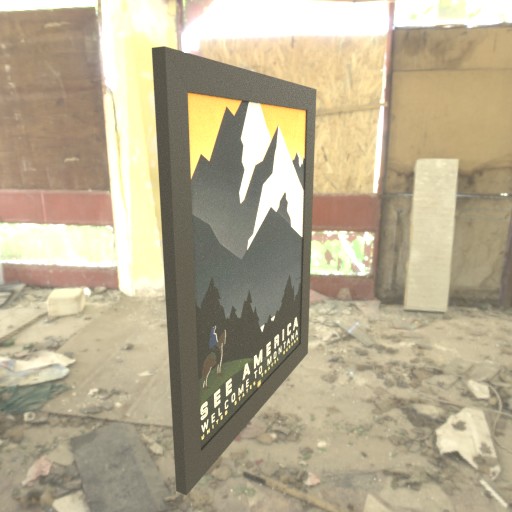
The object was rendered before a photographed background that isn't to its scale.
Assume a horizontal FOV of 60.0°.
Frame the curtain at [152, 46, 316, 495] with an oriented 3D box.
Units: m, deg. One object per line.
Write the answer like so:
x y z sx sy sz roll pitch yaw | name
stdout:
0.000 0.000 0.767 0.027 0.585 0.483 7 17 26 | curtain
